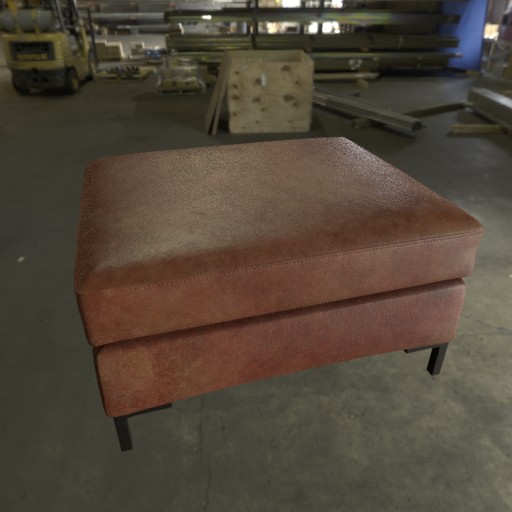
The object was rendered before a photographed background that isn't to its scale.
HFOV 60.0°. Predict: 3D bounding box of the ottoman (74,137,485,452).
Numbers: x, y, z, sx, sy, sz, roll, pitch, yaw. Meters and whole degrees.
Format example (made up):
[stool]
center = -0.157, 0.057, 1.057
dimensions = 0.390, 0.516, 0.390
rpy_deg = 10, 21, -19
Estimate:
[ottoman]
center = 0.000, 0.000, 1.703
dimensions = 1.186, 0.667, 0.965
rpy_deg = -9, 32, -14
